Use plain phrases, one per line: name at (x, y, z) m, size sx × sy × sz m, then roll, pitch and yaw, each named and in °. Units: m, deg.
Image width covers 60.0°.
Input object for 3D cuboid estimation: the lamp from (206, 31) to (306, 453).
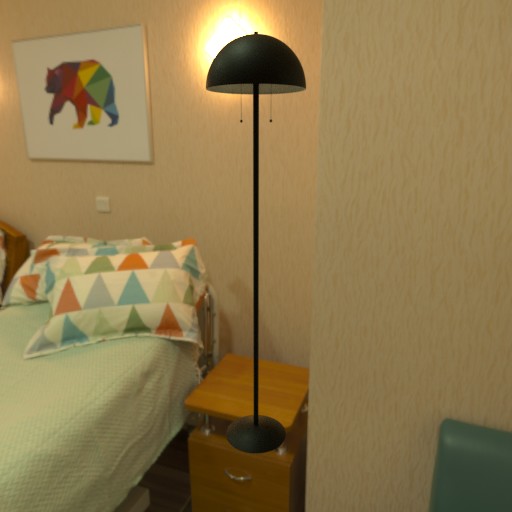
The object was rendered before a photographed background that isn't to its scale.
lamp at (0.000, 0.000, 1.602) m, size 0.328 × 1.480 × 0.328 m, roll -2°, pitch 15°, yaw -8°
